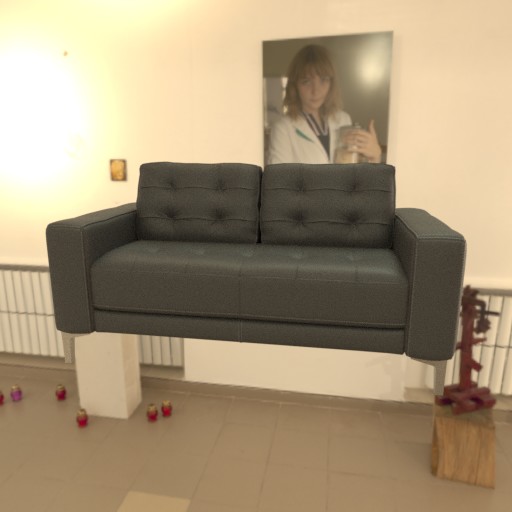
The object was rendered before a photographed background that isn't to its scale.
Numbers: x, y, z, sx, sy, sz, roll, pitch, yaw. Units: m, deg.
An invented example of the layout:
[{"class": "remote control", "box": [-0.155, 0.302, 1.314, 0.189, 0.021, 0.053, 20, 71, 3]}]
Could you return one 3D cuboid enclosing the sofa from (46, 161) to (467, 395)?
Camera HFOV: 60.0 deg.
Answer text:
[{"class": "sofa", "box": [0.000, 0.000, 2.165, 1.726, 0.893, 0.833, 2, 13, 10]}]
